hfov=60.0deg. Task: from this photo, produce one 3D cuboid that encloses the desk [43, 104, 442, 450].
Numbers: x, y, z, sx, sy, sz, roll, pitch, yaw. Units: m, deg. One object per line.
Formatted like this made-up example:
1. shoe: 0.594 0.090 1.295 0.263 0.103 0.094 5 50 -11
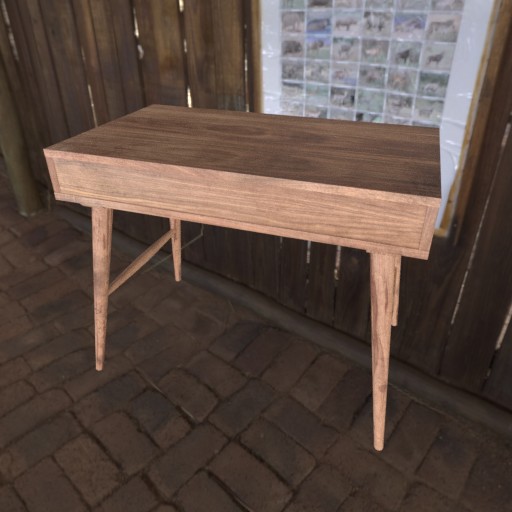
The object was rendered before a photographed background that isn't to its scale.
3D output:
1. desk: 0.000 0.000 1.407 0.949 0.758 0.588 10 32 16
